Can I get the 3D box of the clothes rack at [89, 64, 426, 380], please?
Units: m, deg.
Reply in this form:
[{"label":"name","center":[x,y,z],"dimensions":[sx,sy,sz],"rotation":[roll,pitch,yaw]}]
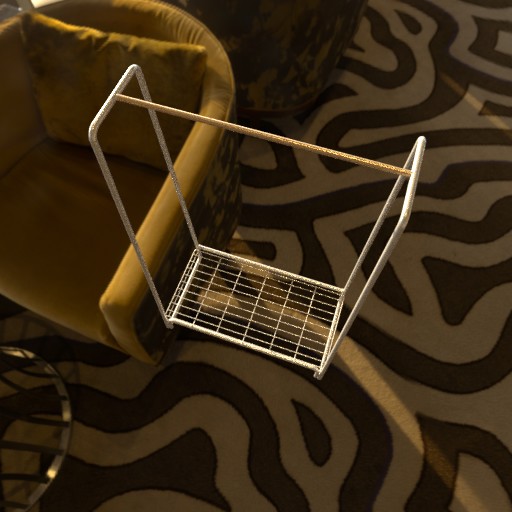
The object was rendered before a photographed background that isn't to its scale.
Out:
[{"label":"clothes rack","center":[0.000,0.000,1.889],"dimensions":[0.900,1.500,0.495],"rotation":[17,64,8]}]
